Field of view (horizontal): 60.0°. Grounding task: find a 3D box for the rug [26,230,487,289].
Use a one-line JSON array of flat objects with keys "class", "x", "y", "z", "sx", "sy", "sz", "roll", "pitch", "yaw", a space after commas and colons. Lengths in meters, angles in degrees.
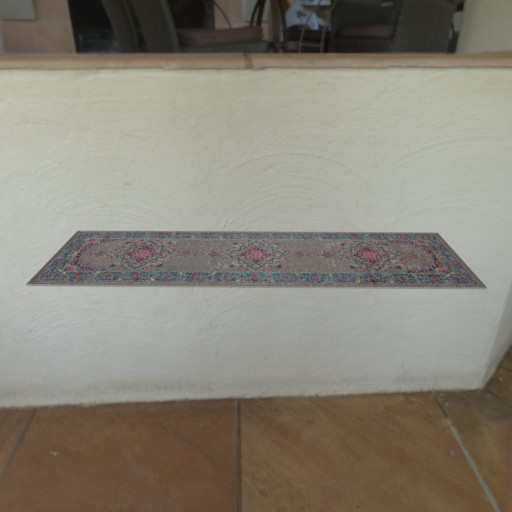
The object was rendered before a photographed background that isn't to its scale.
[{"class": "rug", "x": 0.000, "y": 0.000, "z": 1.998, "sx": 1.827, "sy": 0.012, "sz": 0.553, "roll": 0, "pitch": 26, "yaw": 1}]
